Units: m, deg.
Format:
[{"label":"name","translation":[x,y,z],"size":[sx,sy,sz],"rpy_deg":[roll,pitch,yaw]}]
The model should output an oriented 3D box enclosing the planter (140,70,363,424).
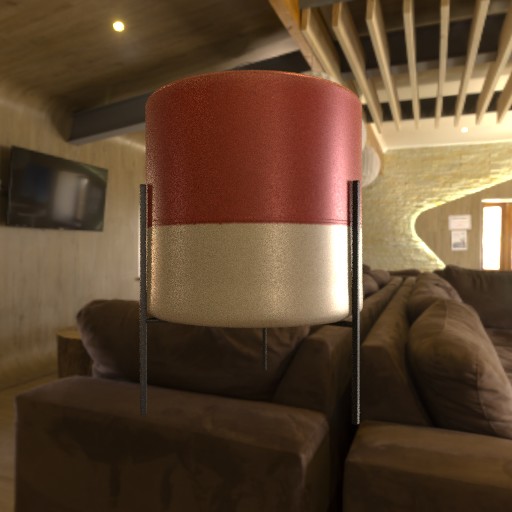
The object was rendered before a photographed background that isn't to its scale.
[{"label":"planter","translation":[0.000,0.000,0.718],"size":[0.354,0.465,0.345],"rpy_deg":[0,1,37]}]
